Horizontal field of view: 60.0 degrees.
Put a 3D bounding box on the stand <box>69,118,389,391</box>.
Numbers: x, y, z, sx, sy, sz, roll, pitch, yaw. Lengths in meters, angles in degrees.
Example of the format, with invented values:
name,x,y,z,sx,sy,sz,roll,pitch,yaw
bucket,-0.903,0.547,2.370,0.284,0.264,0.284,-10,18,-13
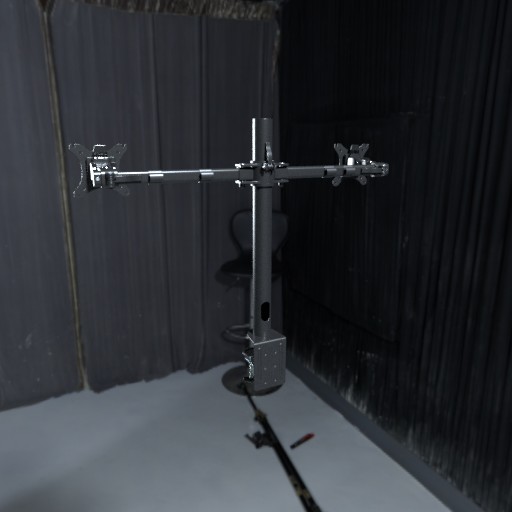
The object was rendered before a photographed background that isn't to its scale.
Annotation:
name,x,y,z,sx,sy,sz,roll,pitch,yaw
stand,0.000,0.000,1.024,0.743,0.603,0.150,-7,16,-25
